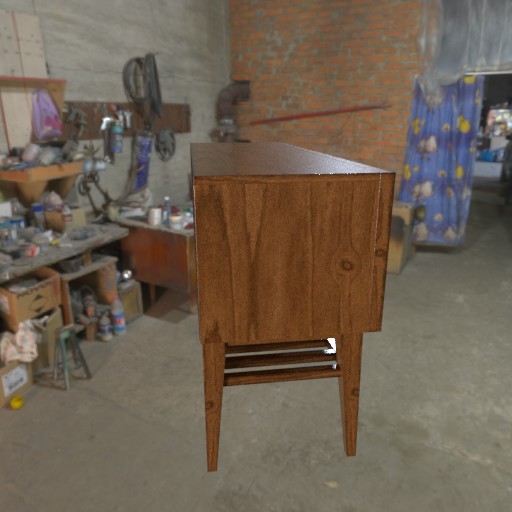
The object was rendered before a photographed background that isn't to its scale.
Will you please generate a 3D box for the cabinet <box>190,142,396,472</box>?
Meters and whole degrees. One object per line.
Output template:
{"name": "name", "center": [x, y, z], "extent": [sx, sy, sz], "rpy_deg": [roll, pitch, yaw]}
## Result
{"name": "cabinet", "center": [0.000, 0.000, 1.755], "extent": [0.477, 0.802, 1.363], "rpy_deg": [-2, 17, -8]}
